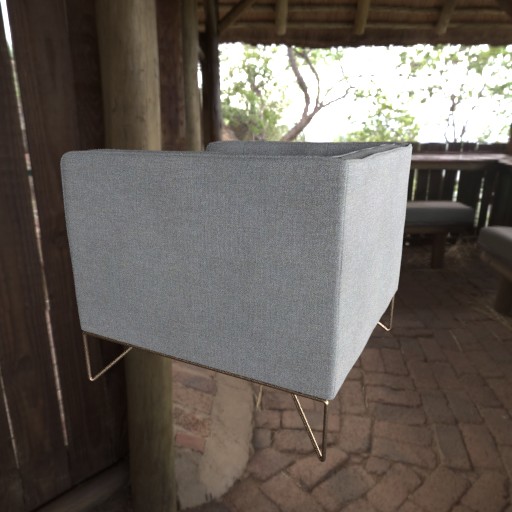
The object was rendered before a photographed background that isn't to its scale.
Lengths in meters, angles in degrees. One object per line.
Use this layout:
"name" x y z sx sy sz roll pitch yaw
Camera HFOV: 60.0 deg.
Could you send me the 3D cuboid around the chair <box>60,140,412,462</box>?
"chair" 0.000 0.000 1.629 0.912 0.799 0.920 8 19 26
